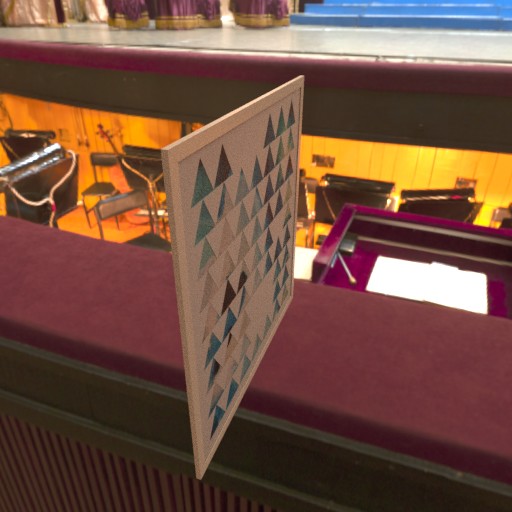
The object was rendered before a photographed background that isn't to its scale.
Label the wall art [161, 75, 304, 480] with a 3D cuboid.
[{"bbox_3d":[0.000,0.000,1.201,0.012,0.809,0.809,10,32,17],"label":"wall art"}]
